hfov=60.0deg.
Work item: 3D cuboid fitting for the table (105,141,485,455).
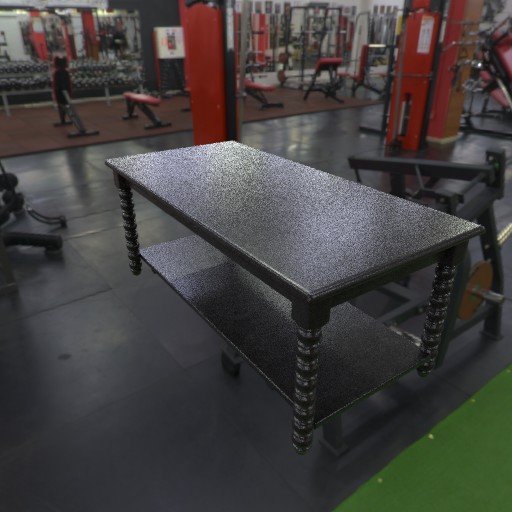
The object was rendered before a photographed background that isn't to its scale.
[{"bbox_3d":[0.000,0.000,1.482,0.580,0.487,1.171,-17,32,-31],"label":"table"}]
